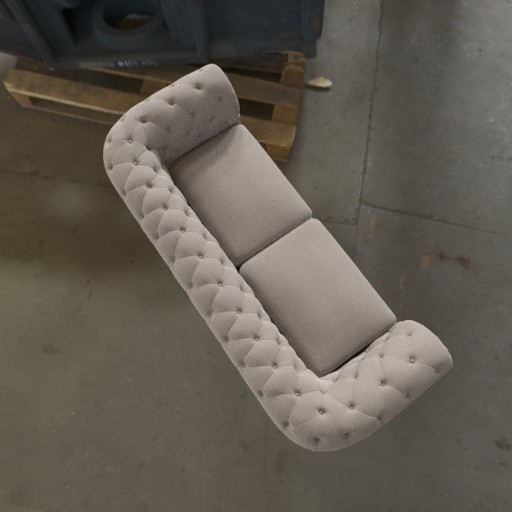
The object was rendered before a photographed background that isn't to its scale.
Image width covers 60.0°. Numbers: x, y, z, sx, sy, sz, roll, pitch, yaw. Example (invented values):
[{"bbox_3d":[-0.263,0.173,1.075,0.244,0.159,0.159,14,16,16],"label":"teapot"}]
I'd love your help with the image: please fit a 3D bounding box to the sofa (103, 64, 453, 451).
[{"bbox_3d":[0.000,0.000,2.844,0.991,0.749,2.411,-34,77,-9],"label":"sofa"}]
